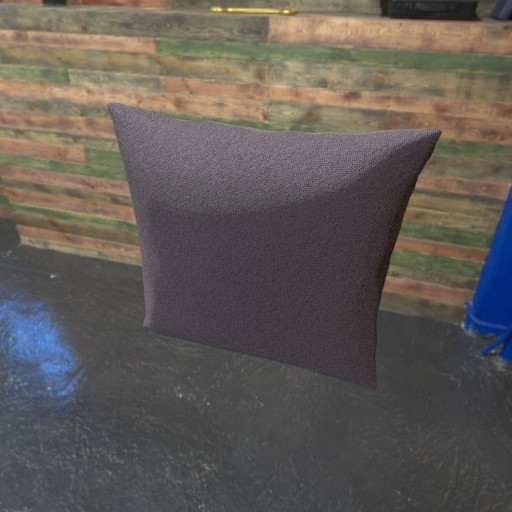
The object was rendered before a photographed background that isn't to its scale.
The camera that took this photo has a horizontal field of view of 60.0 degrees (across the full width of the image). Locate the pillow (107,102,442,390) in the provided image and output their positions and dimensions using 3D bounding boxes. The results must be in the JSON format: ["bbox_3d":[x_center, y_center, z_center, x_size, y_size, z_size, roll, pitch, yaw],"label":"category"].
[{"bbox_3d":[0.000,0.000,0.688,0.452,0.439,0.204,10,34,16],"label":"pillow"}]
